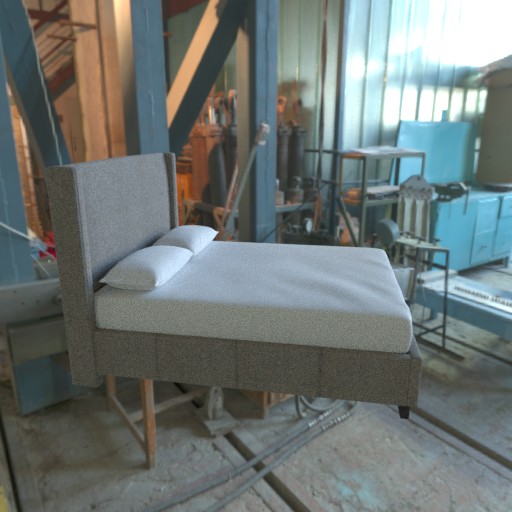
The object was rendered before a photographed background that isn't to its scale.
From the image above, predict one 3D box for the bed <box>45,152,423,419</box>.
[{"bbox_3d":[0.000,0.000,3.435,2.245,1.481,1.714,3,16,10],"label":"bed"}]
